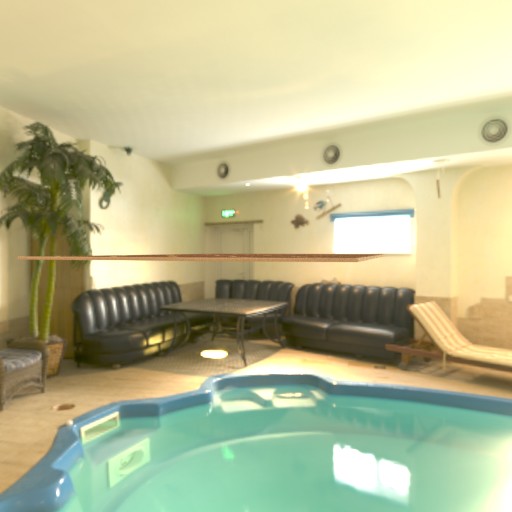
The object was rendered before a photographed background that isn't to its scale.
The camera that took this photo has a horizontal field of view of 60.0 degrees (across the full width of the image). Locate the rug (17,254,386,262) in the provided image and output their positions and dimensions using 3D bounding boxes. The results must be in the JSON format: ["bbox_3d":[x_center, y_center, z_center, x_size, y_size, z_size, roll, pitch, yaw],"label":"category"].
[{"bbox_3d":[0.000,0.000,2.836,1.526,0.014,2.290,0,1,19],"label":"rug"}]
